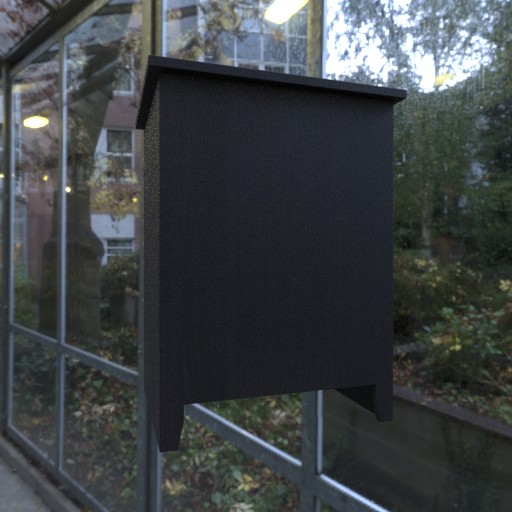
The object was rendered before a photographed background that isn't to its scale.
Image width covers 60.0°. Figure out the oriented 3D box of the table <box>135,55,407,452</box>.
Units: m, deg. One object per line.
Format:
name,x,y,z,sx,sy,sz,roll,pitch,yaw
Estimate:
table,0.000,0.000,0.952,0.480,0.635,0.381,0,0,-18
